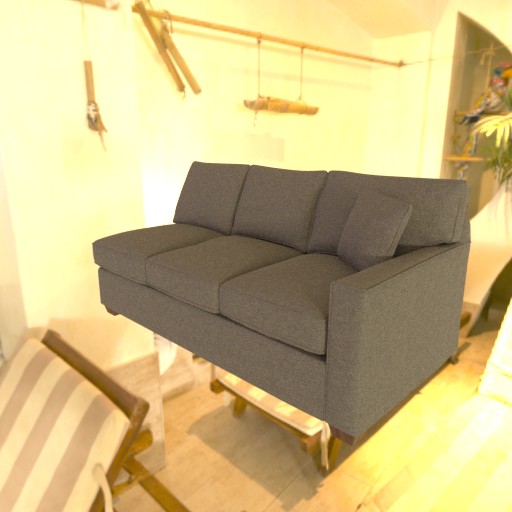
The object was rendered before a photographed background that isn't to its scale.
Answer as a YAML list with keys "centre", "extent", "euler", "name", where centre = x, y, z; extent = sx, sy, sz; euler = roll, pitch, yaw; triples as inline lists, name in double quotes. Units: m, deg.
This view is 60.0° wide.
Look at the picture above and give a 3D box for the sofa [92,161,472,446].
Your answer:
- centre: [0.000, 0.000, 2.495]
  extent: [1.963, 0.946, 1.034]
  euler: [15, 21, 42]
  name: "sofa"
